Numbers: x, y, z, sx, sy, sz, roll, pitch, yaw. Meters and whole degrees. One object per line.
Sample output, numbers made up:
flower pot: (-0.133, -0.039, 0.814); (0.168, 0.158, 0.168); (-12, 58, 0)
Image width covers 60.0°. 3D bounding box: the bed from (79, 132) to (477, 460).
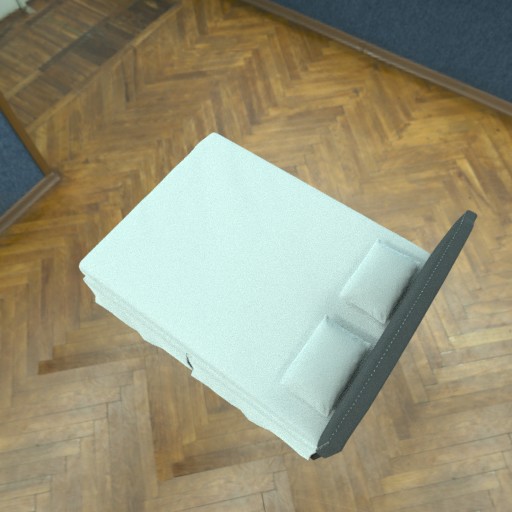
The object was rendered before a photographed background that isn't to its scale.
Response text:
bed: (0.000, 0.000, 2.875); (1.999, 1.270, 1.558); (33, 67, 16)
